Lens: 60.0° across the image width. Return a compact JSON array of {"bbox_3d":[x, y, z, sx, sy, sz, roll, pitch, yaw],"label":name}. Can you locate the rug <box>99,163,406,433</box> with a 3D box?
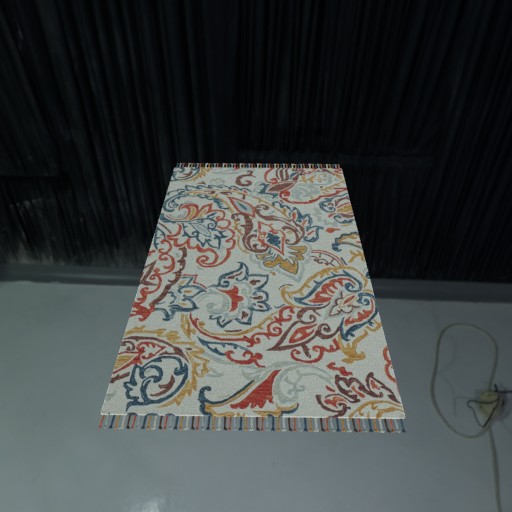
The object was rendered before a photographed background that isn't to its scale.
[{"bbox_3d":[0.000,0.000,3.130,1.523,0.010,2.584,1,41,1],"label":"rug"}]
